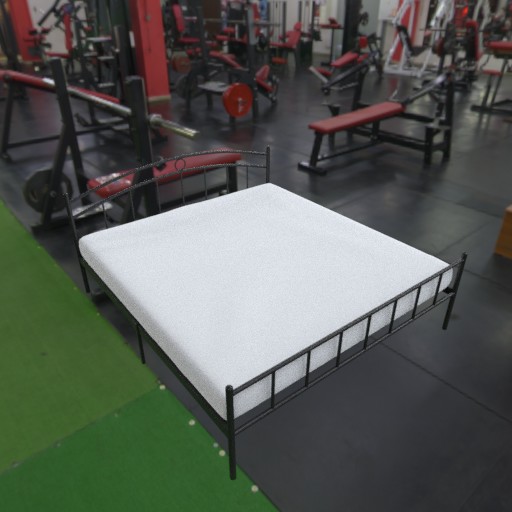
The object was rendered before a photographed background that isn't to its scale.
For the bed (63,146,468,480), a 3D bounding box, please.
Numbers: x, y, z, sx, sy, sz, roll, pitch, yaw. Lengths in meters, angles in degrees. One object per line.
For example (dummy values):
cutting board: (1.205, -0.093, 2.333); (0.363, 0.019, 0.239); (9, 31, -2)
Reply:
bed: (0.000, 0.000, 3.124); (1.880, 0.940, 2.040); (-21, 37, -32)
